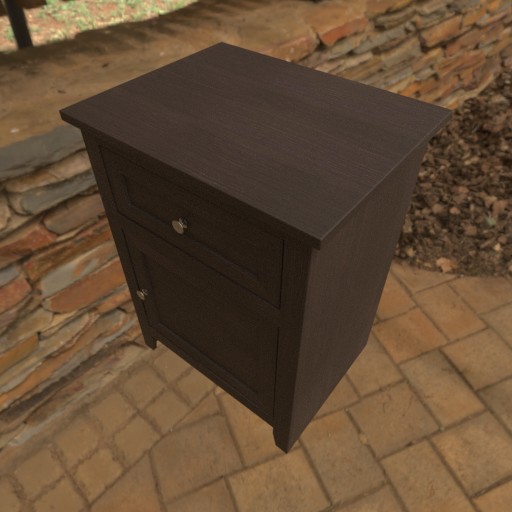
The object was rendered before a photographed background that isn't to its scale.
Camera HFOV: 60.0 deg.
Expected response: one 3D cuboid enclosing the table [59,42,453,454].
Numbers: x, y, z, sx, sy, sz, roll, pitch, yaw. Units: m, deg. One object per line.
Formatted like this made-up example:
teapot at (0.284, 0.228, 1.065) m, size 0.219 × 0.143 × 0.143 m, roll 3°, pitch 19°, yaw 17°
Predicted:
table at (0.000, 0.000, 0.910) m, size 0.480 × 0.635 × 0.381 m, roll 29°, pitch 51°, yaw 26°
